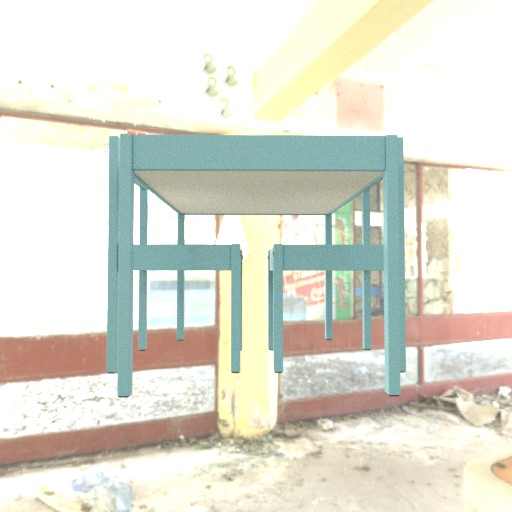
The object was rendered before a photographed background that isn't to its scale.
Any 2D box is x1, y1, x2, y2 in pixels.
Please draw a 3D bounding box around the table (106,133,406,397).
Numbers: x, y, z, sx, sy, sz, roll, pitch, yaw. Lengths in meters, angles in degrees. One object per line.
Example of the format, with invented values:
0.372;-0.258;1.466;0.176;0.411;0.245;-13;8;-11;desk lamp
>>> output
0.000;0.000;1.081;0.633;0.503;0.639;0;-2;-1;table
